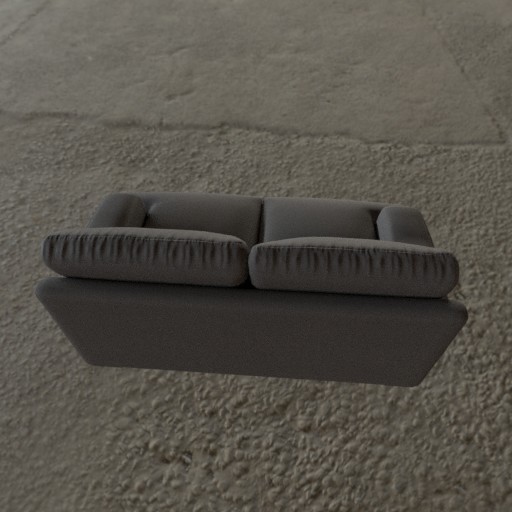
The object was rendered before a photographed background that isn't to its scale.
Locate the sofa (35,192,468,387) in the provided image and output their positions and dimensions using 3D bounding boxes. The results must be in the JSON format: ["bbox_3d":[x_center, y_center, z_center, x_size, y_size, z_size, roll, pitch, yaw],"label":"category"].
[{"bbox_3d":[0.000,0.000,2.420,1.880,0.940,1.143,3,47,3],"label":"sofa"}]
